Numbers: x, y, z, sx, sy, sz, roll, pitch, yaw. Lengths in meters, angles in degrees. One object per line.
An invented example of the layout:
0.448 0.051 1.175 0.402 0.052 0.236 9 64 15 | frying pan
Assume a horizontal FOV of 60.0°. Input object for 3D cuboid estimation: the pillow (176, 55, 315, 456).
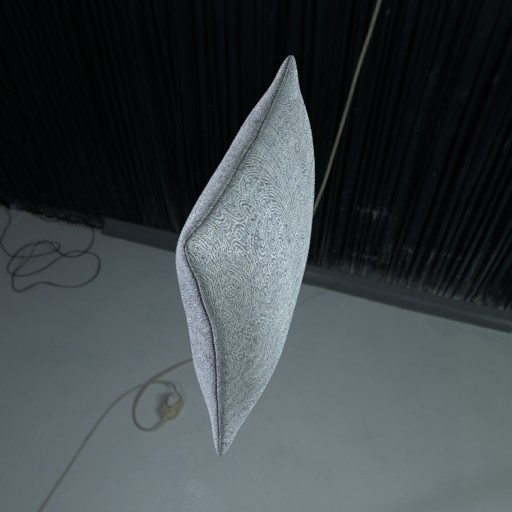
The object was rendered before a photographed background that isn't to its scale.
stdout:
0.000 0.000 0.791 0.166 0.510 0.523 11 46 11 | pillow
